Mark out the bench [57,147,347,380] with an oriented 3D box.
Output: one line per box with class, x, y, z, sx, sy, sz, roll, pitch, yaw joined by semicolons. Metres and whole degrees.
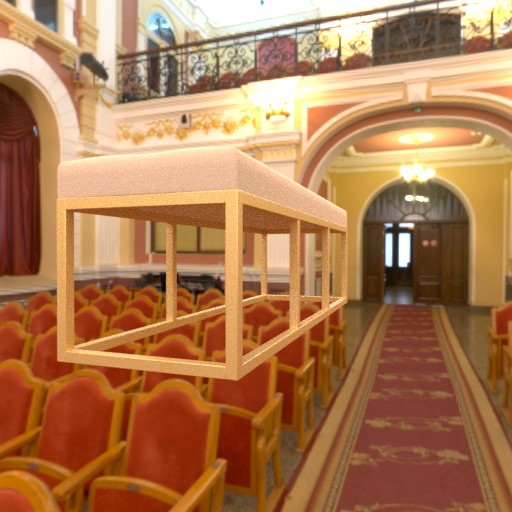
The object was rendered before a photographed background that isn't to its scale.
bench;0.000;0.000;1.647;0.457;0.484;1.473;0;1;20
